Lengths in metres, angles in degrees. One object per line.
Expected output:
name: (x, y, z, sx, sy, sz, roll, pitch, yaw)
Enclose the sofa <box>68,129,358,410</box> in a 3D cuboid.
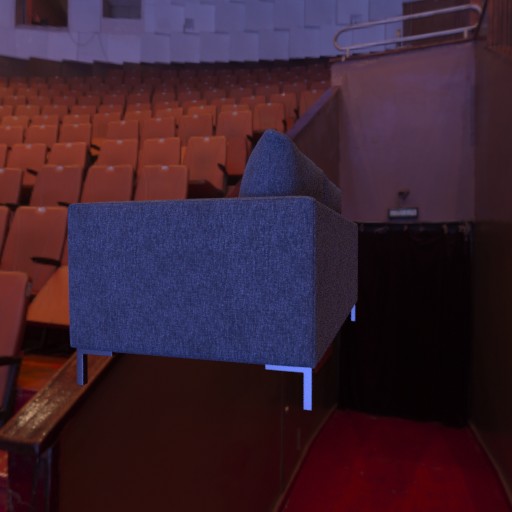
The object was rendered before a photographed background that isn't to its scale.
sofa: (0.000, 0.000, 2.188, 0.866, 0.862, 1.716, 0, 1, 17)
